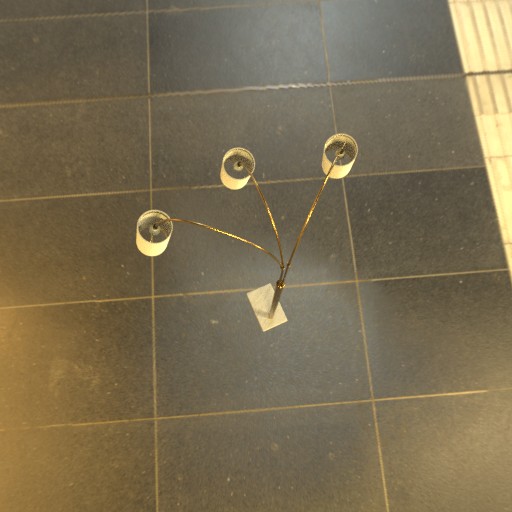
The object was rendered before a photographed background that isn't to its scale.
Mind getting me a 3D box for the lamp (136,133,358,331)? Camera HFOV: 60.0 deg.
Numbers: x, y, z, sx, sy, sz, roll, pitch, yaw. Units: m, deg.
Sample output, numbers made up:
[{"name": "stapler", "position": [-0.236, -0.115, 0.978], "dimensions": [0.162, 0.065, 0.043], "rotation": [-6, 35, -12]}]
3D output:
[{"name": "lamp", "position": [0.000, 0.000, 2.510], "dimensions": [1.020, 2.055, 0.667], "rotation": [-23, 77, -6]}]
